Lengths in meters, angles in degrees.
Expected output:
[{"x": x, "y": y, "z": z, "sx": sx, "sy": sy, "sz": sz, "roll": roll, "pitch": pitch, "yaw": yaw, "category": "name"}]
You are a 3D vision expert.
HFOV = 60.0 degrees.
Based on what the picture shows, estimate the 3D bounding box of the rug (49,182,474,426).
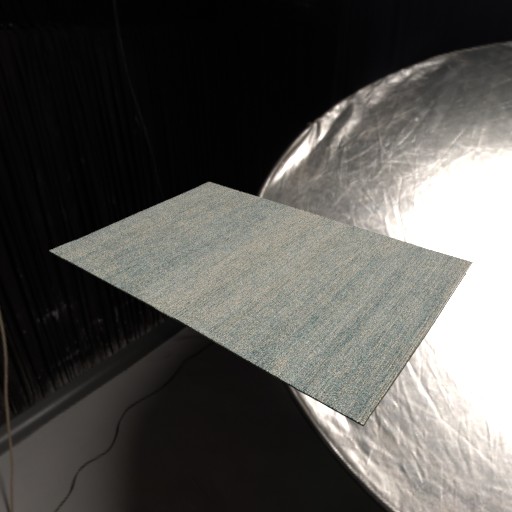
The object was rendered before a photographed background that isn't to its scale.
[{"x": 0.000, "y": 0.000, "z": 5.125, "sx": 4.078, "sy": 0.052, "sz": 2.802, "roll": 22, "pitch": 37, "yaw": 32, "category": "rug"}]
